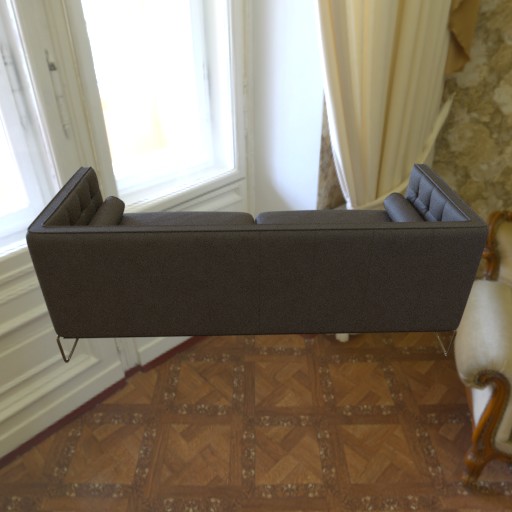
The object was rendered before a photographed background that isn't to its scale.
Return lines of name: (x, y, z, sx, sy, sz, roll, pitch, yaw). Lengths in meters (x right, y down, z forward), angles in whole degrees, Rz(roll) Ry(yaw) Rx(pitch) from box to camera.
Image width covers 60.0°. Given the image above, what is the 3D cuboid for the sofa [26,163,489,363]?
sofa: (0.000, 0.000, 2.488, 2.087, 0.789, 0.867, -1, 32, -1)
